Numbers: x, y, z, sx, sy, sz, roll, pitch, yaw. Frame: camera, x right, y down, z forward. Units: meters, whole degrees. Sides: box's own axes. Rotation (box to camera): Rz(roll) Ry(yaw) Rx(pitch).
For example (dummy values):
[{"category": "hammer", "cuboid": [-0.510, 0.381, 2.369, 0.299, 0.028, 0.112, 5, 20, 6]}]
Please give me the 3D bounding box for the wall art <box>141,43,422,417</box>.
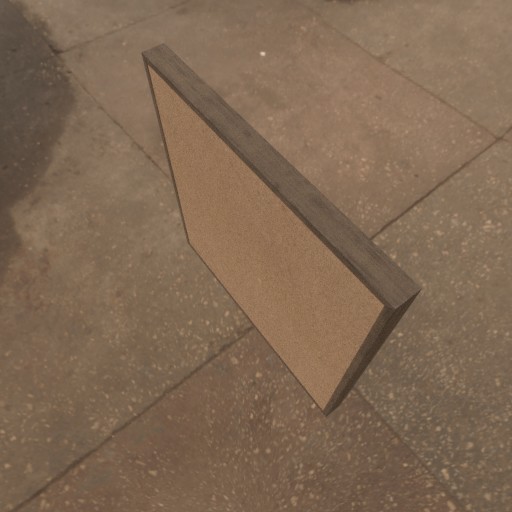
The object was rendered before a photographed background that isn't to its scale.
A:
[{"category": "wall art", "cuboid": [0.000, 0.000, 0.762, 0.038, 0.508, 0.508, -33, 64, -18]}]
